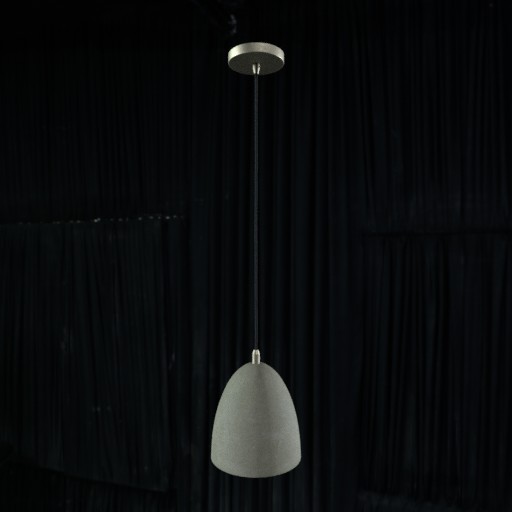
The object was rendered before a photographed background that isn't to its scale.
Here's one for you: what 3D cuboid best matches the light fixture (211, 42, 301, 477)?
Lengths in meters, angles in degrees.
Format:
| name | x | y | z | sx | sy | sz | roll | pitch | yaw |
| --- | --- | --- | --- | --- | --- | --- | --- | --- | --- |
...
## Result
| name | x | y | z | sx | sy | sz | roll | pitch | yaw |
| --- | --- | --- | --- | --- | --- | --- | --- | --- | --- |
| light fixture | 0.000 | 0.000 | 0.842 | 0.170 | 0.759 | 0.170 | 0 | 1 | 16 |
